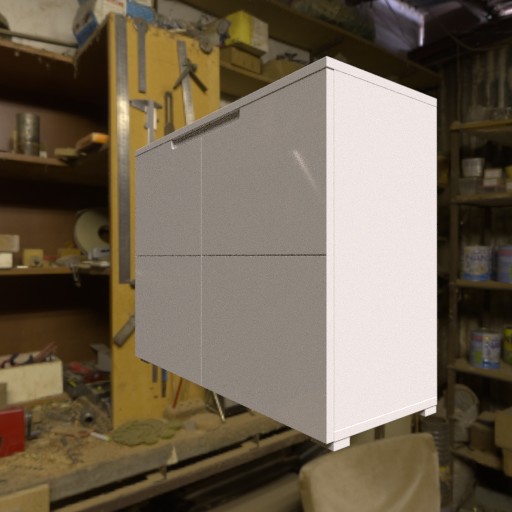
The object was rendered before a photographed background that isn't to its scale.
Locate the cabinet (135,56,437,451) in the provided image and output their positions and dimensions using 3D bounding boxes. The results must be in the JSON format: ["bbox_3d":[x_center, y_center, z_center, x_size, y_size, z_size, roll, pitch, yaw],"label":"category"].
[{"bbox_3d":[0.000,0.000,1.408,0.400,0.800,1.000,0,0,-37],"label":"cabinet"}]
